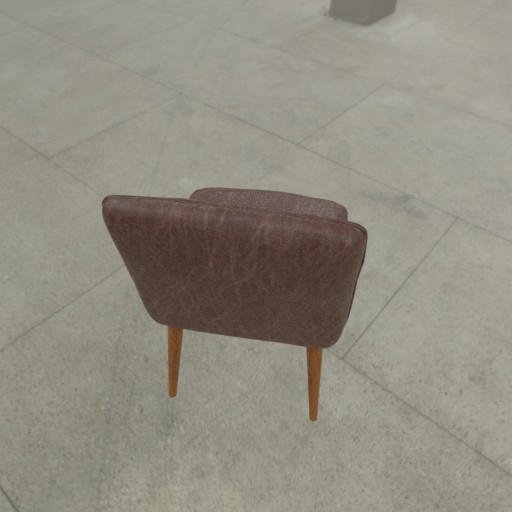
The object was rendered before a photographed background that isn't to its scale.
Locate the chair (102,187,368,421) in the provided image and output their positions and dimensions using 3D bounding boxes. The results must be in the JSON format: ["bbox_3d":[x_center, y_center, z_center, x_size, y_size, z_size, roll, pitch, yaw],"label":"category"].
[{"bbox_3d":[0.000,0.000,1.248,0.543,0.803,0.645,4,47,4],"label":"chair"}]
